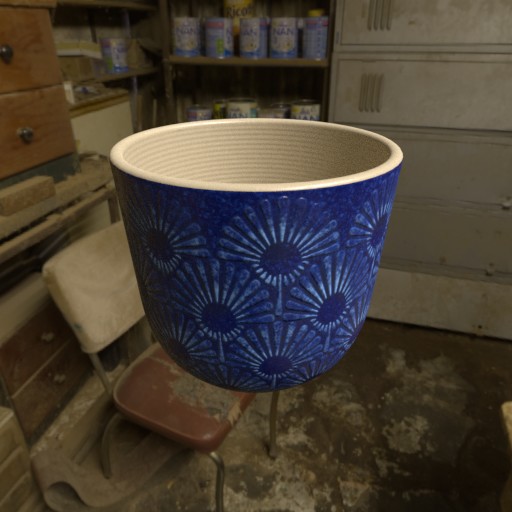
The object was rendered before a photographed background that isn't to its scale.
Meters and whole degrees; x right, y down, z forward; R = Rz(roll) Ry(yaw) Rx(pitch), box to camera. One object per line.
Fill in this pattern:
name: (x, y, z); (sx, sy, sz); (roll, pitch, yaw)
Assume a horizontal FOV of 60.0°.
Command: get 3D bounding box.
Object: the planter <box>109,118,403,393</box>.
planter: (0.000, 0.000, 0.300); (0.170, 0.153, 0.170); (0, 27, 0)
